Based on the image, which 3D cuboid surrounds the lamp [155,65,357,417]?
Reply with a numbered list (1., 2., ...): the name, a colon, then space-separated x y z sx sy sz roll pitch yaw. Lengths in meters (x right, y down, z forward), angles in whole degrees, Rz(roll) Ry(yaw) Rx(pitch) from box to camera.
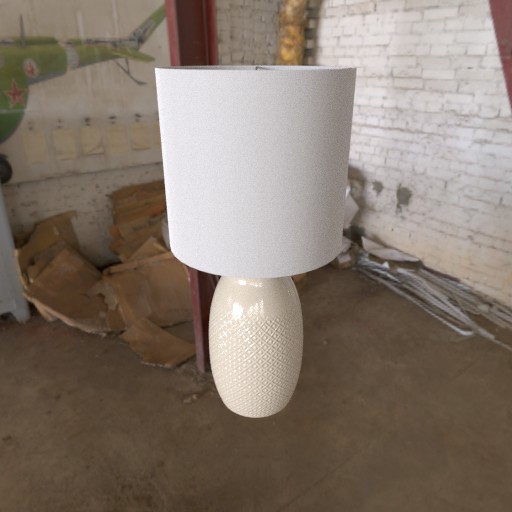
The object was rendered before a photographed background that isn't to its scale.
1. lamp: 0.000 0.000 0.578 0.217 0.453 0.217 -1 24 -2
